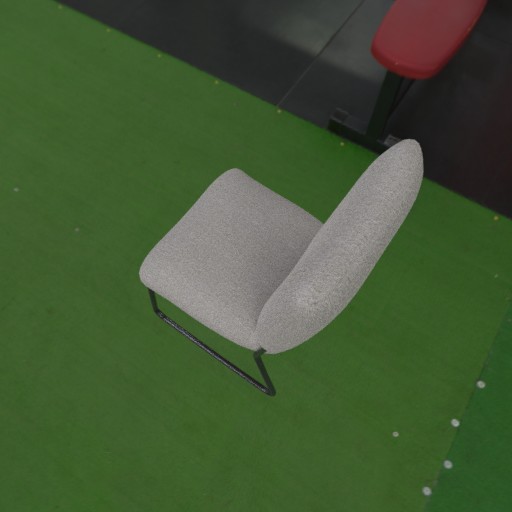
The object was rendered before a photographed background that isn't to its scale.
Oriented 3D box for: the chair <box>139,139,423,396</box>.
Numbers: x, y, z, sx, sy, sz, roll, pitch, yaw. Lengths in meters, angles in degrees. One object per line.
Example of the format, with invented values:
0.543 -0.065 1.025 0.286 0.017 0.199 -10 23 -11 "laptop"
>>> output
0.000 0.000 1.178 0.560 0.864 0.448 32 68 15 "chair"
